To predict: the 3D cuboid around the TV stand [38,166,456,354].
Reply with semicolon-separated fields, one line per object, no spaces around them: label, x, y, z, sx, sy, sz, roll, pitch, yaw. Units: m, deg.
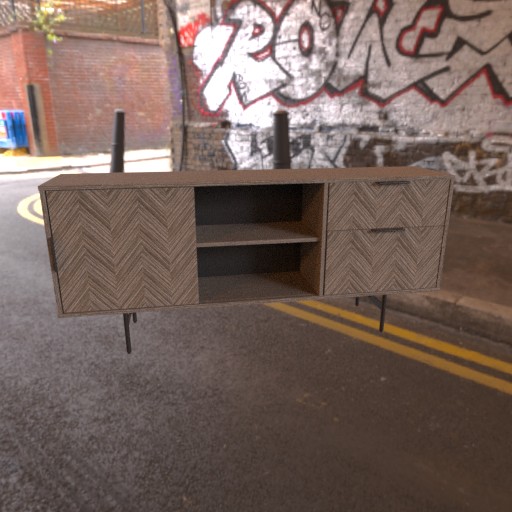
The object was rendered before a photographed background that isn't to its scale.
TV stand;0.000;0.000;2.172;1.804;0.787;0.405;-3;18;-9
